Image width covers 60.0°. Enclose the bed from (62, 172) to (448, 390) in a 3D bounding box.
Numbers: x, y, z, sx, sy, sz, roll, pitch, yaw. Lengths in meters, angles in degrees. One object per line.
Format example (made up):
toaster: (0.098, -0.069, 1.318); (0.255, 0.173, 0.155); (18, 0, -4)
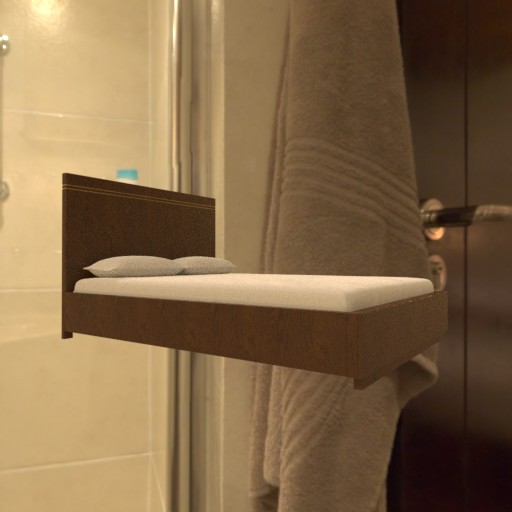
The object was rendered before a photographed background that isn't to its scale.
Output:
bed: (0.000, 0.000, 3.153); (2.221, 1.169, 1.613); (0, -1, 35)
